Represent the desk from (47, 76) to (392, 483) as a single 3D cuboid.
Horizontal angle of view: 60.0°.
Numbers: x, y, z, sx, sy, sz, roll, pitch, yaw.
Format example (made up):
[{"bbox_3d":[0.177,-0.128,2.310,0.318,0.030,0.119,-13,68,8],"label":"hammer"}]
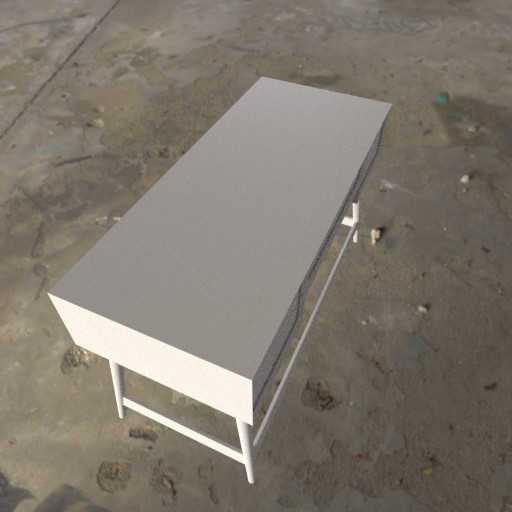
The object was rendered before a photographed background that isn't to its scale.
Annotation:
[{"bbox_3d":[0.000,0.000,1.722,0.589,0.762,1.313,19,50,17],"label":"desk"}]
